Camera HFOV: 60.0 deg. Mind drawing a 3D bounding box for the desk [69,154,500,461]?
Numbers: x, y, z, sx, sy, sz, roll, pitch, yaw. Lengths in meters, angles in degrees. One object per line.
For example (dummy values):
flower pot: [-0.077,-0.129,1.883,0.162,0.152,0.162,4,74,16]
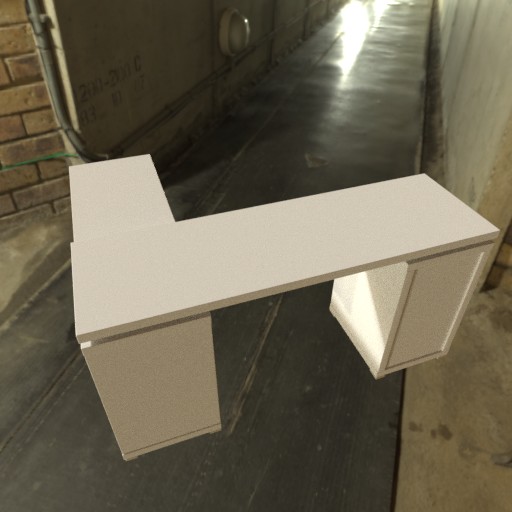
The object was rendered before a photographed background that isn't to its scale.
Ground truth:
desk: [0.000,0.000,2.142,1.524,0.753,1.200,-13,41,-15]
